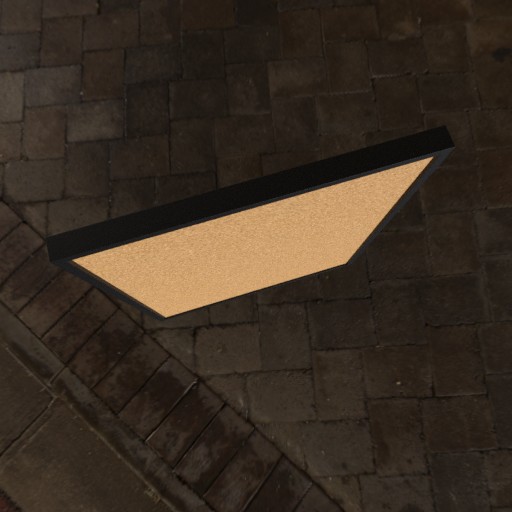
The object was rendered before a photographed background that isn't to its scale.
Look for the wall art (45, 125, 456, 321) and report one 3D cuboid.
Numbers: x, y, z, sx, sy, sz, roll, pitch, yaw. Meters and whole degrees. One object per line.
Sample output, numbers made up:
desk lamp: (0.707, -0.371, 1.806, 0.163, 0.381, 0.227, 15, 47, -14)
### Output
wall art: (0.000, 0.000, 0.752, 0.457, 0.559, 0.029, -16, 76, -4)
